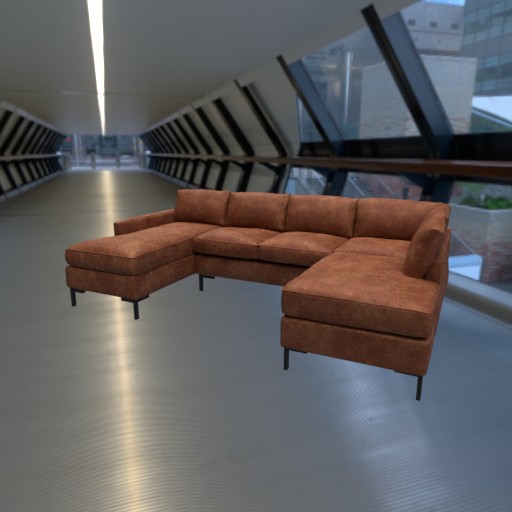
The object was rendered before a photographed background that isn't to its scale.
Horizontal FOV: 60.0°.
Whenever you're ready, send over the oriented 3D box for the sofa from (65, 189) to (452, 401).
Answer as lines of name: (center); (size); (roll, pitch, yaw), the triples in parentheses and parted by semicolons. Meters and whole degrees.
sofa: (0.000, 0.000, 3.743); (2.956, 0.900, 1.939); (7, 16, 25)
